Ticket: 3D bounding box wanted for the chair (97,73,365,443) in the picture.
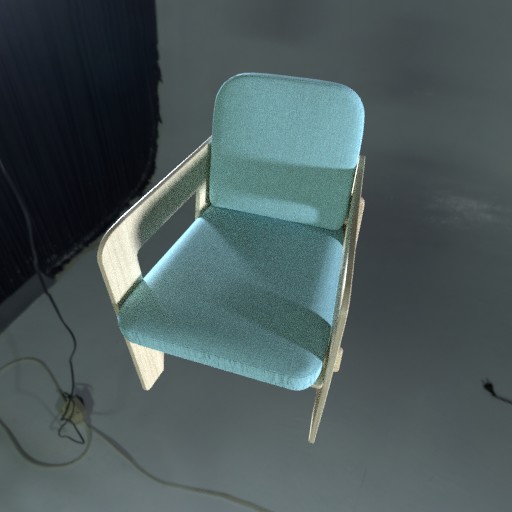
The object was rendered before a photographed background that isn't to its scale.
[{"bbox_3d":[0.000,0.000,1.272,0.590,0.800,0.710,13,43,14],"label":"chair"}]
